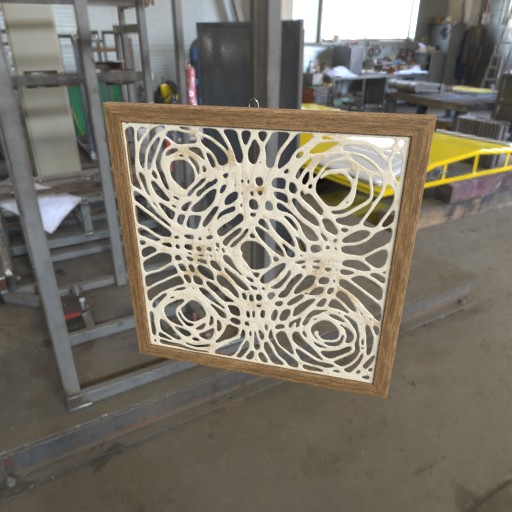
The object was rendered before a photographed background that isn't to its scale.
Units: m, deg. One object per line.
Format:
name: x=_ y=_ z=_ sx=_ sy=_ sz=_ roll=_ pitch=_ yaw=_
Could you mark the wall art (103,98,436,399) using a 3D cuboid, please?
wall art: x=0.000 y=0.000 z=0.855 sx=0.561 sy=0.576 sz=0.021 roll=7 pitch=28 yaw=13
